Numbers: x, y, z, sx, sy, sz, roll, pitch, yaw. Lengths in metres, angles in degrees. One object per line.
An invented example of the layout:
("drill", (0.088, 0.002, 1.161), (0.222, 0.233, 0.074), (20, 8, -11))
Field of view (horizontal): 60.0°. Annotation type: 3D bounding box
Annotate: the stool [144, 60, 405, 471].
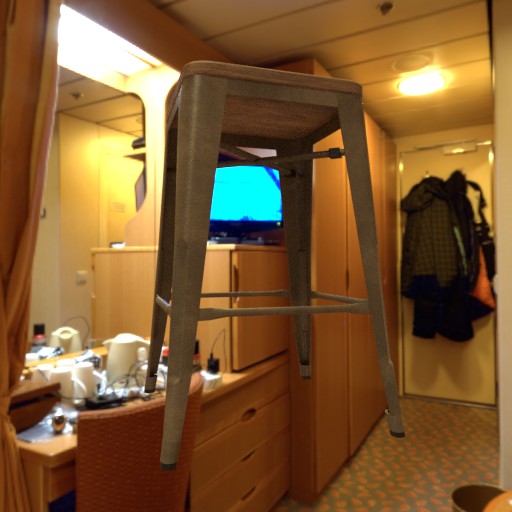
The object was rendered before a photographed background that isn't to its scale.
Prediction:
("stool", (0.000, 0.000, 0.877), (0.407, 0.607, 0.407), (0, -1, -17))
